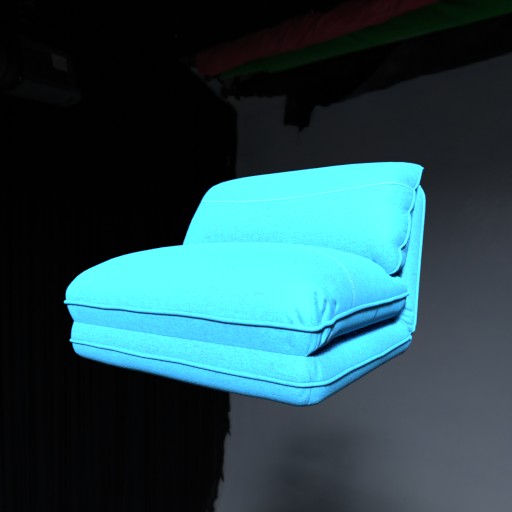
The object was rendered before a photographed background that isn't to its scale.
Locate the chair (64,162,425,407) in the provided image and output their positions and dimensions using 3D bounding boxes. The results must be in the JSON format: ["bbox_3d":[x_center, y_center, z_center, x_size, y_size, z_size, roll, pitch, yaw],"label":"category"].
[{"bbox_3d":[0.000,0.000,1.314,0.820,0.580,0.780,0,0,35],"label":"chair"}]
